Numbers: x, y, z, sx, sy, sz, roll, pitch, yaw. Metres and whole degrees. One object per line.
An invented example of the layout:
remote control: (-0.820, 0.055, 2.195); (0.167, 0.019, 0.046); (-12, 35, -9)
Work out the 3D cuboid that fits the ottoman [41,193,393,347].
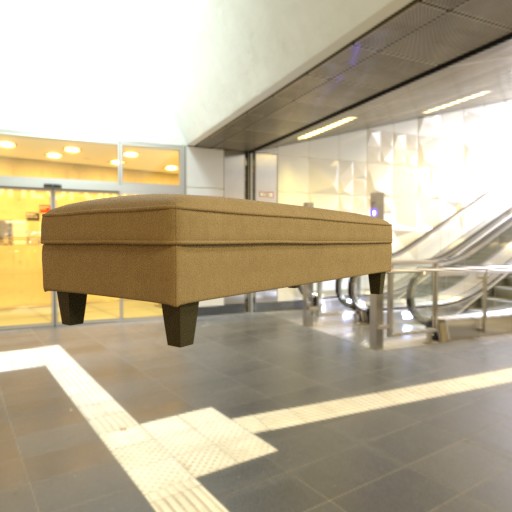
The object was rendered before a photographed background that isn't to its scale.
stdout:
ottoman: (0.000, 0.000, 2.105); (0.751, 0.470, 1.764); (1, 2, 36)
